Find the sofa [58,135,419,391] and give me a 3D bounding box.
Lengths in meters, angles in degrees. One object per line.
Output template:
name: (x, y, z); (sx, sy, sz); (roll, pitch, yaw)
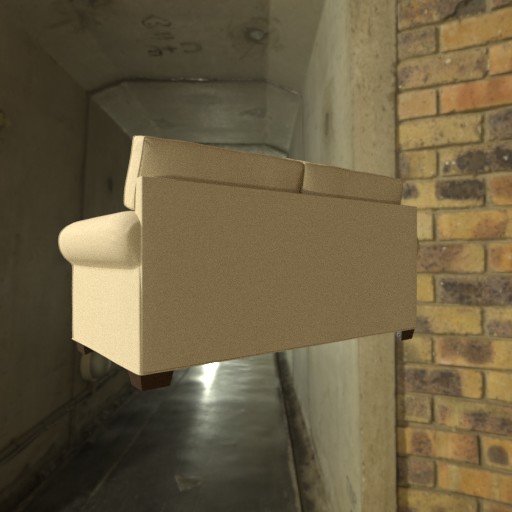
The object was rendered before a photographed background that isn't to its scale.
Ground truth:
sofa: (0.000, 0.000, 2.334); (1.774, 0.933, 0.861); (0, 0, -37)
